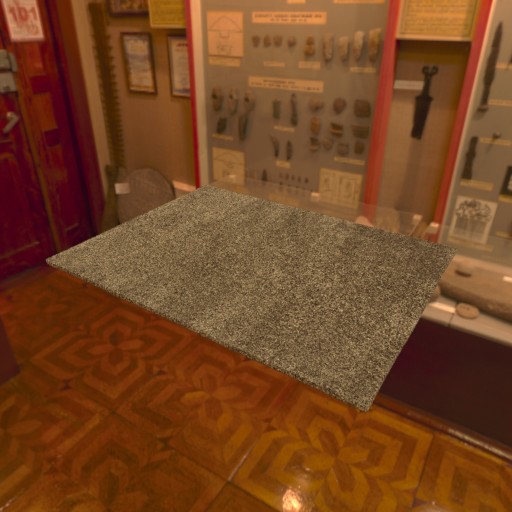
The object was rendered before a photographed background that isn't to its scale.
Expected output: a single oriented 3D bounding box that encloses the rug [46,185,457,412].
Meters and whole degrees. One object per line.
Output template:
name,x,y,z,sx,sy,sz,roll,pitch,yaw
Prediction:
rug,0.000,0.000,2.148,1.601,0.025,1.198,18,34,29
